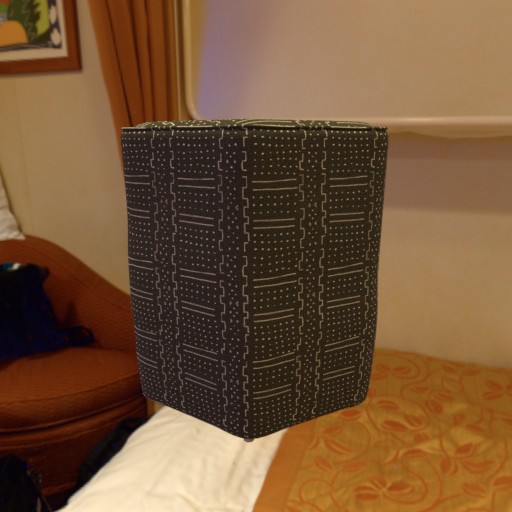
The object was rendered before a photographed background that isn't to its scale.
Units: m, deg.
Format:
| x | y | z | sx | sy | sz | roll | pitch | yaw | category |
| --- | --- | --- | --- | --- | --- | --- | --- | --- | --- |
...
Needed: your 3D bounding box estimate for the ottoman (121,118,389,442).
| x | y | z | sx | sy | sz | roll | pitch | yaw | category |
| --- | --- | --- | --- | --- | --- | --- | --- | --- | --- |
| 0.000 | 0.000 | 0.876 | 0.494 | 0.502 | 0.443 | -7 | 16 | -26 | ottoman |
